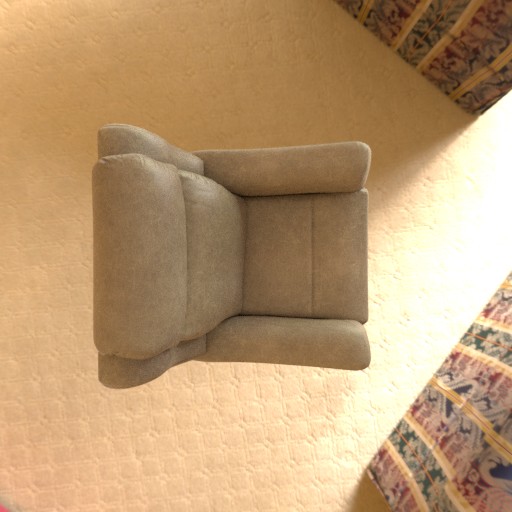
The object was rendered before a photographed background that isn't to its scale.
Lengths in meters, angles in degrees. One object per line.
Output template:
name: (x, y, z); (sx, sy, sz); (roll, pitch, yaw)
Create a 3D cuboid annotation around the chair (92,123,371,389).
chair: (0.000, 0.000, 1.909); (1.068, 1.116, 0.965); (0, 90, 0)
